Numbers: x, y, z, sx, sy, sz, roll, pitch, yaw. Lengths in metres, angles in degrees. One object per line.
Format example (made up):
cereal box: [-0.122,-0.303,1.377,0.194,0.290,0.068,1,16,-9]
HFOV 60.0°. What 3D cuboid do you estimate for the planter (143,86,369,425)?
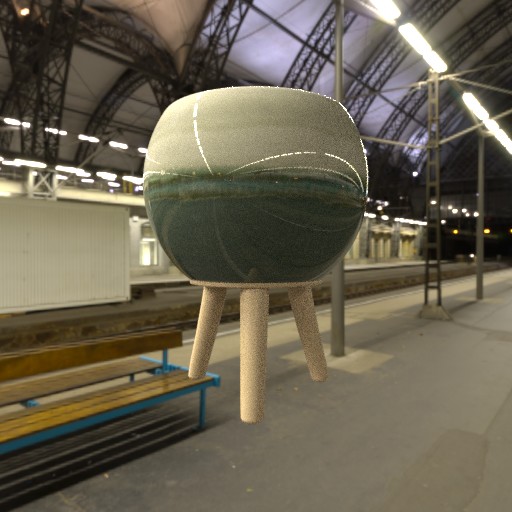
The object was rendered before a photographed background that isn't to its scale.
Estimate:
planter: [0.000,0.000,0.450,0.222,0.278,0.222,0,1,0]
